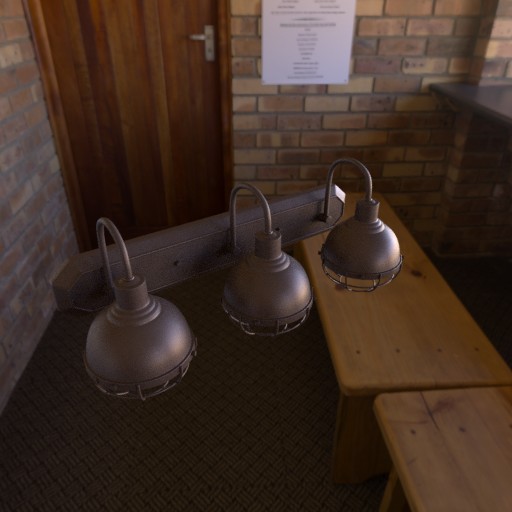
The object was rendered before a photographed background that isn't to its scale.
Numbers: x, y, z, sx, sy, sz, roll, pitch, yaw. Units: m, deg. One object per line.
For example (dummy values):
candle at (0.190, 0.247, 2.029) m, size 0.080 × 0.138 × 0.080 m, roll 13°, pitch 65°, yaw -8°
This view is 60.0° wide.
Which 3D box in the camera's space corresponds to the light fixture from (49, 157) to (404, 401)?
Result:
light fixture at (0.000, 0.000, 0.776) m, size 0.634 × 0.254 × 0.229 m, roll -20°, pitch 35°, yaw -30°
